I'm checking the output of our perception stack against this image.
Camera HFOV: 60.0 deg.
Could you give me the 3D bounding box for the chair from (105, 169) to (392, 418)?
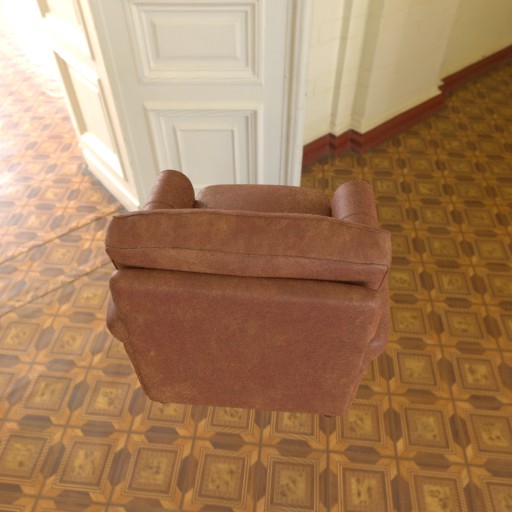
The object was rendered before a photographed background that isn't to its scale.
[{"bbox_3d":[0.000,0.000,1.809,0.983,0.962,0.986,4,46,3],"label":"chair"}]
